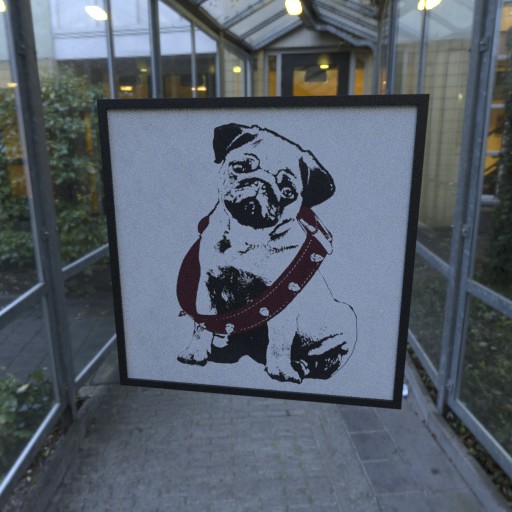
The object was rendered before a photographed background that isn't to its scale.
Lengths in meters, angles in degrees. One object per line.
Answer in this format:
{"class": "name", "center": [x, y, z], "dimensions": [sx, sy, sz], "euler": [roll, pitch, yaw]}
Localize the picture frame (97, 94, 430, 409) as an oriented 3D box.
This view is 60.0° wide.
{"class": "picture frame", "center": [0.000, 0.000, 0.471], "dimensions": [0.317, 0.317, 0.030], "euler": [2, 14, 9]}
